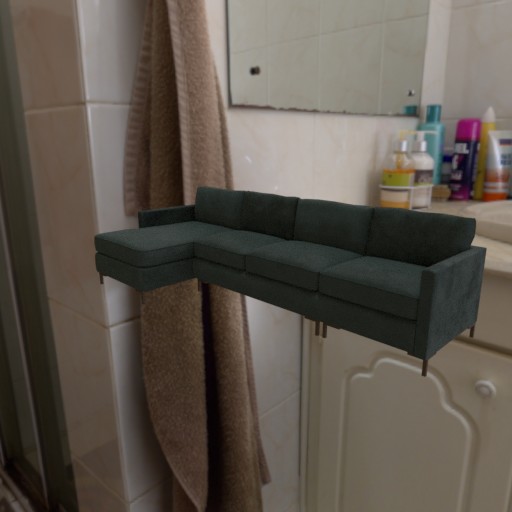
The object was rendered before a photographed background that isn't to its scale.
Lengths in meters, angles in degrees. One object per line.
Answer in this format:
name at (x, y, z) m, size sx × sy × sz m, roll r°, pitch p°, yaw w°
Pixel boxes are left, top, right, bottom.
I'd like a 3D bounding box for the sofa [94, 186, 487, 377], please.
sofa at (0.000, 0.000, 4.011) m, size 1.500 × 0.967 × 3.400 m, roll -14°, pitch 20°, yaw -43°
